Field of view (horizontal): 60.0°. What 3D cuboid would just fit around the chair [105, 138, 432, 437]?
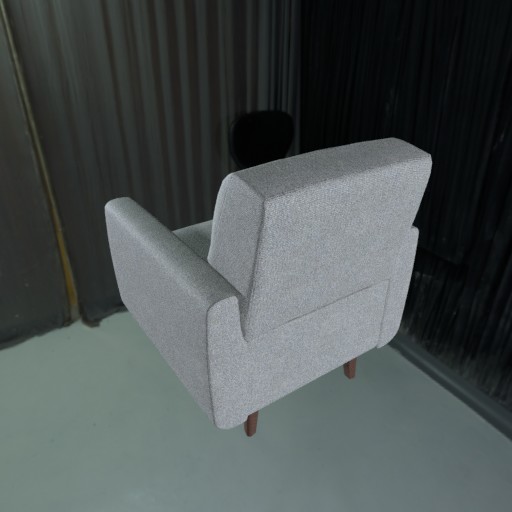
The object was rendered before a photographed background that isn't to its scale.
[{"bbox_3d":[0.000,0.000,1.673,0.845,0.968,0.942,-19,35,-29],"label":"chair"}]
